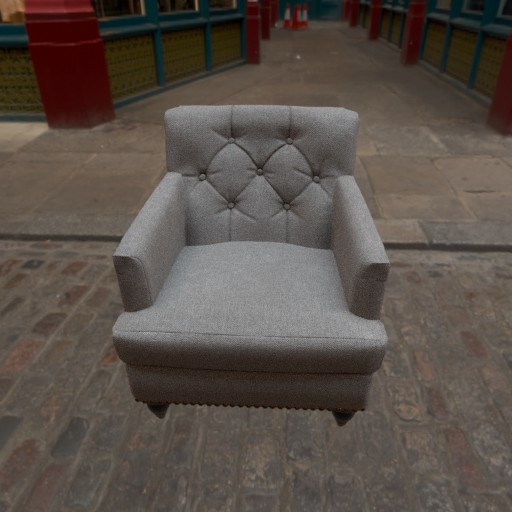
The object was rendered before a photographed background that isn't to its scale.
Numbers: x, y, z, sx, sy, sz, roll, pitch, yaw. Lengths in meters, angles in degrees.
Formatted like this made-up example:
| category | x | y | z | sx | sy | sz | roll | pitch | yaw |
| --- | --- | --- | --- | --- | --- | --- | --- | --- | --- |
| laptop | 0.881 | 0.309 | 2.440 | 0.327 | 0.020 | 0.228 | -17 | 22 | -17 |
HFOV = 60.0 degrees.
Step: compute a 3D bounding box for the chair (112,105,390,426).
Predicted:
| category | x | y | z | sx | sy | sz | roll | pitch | yaw |
| --- | --- | --- | --- | --- | --- | --- | --- | --- | --- |
| chair | 0.000 | 0.000 | 1.518 | 0.737 | 0.823 | 0.902 | 2 | 32 | 2 |
